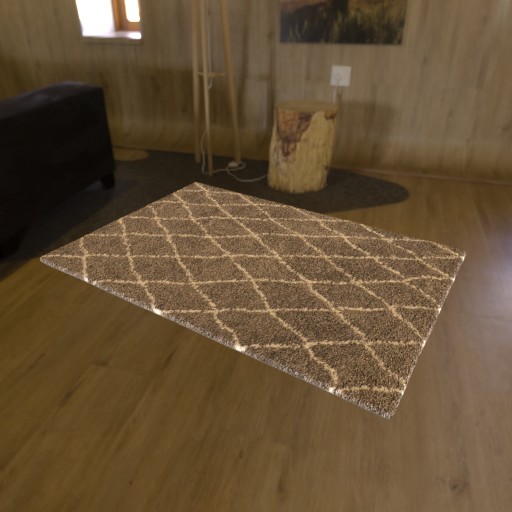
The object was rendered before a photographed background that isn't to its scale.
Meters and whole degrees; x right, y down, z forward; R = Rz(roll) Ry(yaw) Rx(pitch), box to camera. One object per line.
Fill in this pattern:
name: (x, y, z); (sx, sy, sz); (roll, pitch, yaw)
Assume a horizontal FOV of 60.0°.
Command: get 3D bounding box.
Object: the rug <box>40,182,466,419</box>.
rug: (0.000, 0.000, 2.230); (1.778, 0.030, 1.219); (18, 35, 28)
